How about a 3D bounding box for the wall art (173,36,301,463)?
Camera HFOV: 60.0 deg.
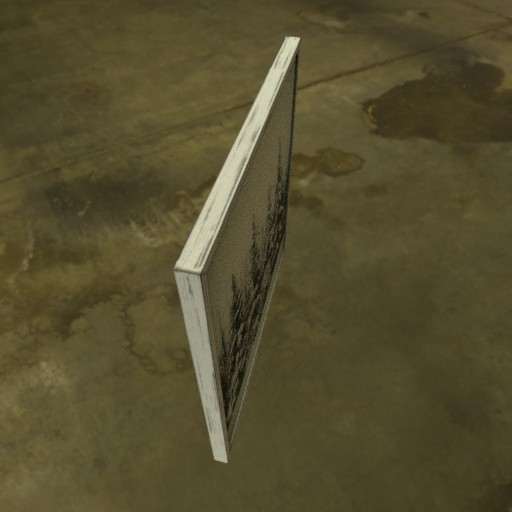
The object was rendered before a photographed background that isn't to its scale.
[{"bbox_3d":[0.000,0.000,1.105,0.037,0.761,0.761,10,49,9],"label":"wall art"}]
